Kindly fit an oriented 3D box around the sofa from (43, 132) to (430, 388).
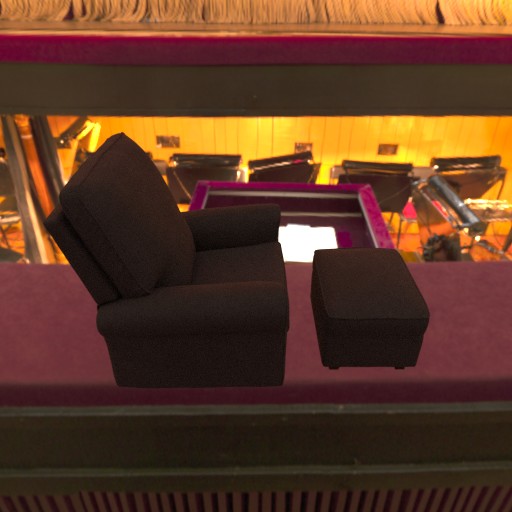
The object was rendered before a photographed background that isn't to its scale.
[{"bbox_3d":[0.000,0.000,2.000,1.478,0.959,0.880,0,33,0],"label":"sofa"}]
